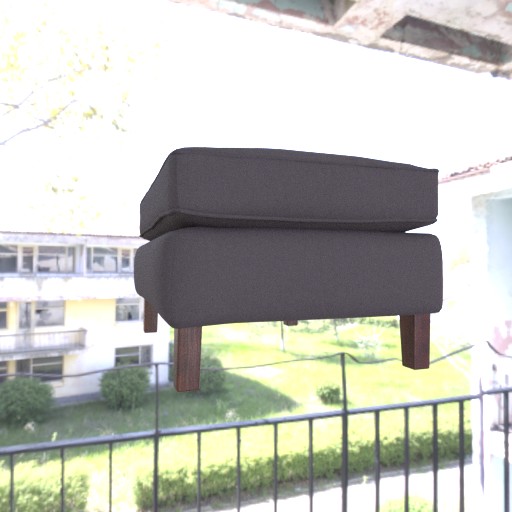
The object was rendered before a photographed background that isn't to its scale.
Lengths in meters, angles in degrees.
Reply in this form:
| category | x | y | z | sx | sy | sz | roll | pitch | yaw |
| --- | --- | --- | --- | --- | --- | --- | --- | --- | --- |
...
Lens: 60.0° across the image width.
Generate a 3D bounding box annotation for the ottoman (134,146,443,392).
| category | x | y | z | sx | sy | sz | roll | pitch | yaw |
| --- | --- | --- | --- | --- | --- | --- | --- | --- | --- |
| ottoman | 0.000 | 0.000 | 0.996 | 0.508 | 0.406 | 0.686 | 0 | -1 | -19 |
